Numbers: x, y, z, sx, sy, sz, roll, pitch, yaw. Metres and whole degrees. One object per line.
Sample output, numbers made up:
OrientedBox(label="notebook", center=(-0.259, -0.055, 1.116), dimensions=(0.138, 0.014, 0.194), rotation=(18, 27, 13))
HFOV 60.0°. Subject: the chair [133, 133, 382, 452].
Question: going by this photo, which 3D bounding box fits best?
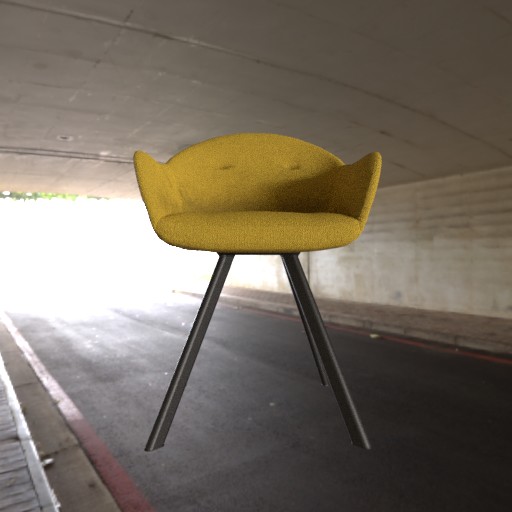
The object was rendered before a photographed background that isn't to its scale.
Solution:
OrientedBox(label="chair", center=(0.000, 0.000, 1.165), dimensions=(0.545, 0.775, 0.565), rotation=(0, 0, -1))
